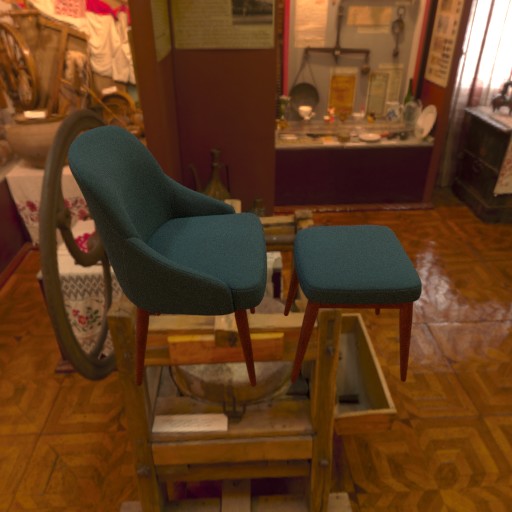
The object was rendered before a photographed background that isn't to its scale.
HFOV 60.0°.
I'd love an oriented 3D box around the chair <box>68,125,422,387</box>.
[{"bbox_3d":[0.000,0.000,1.595,1.114,0.866,0.584,0,31,-1],"label":"chair"}]
